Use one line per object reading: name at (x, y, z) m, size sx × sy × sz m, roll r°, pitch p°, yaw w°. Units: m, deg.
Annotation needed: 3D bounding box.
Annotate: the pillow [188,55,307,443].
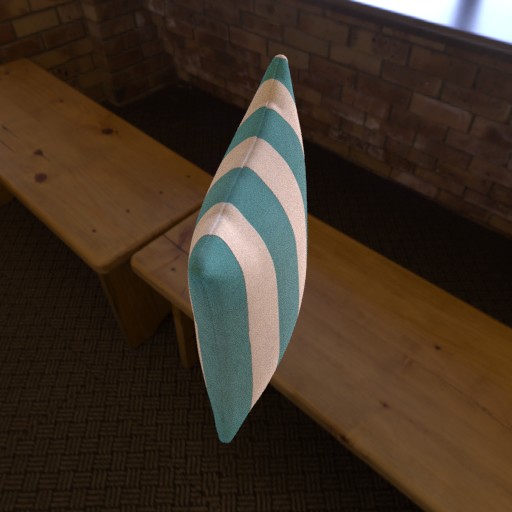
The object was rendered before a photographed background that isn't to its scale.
pillow at (0.000, 0.000, 0.816) m, size 0.189 × 0.526 × 0.536 m, roll 8°, pitch 48°, yaw 7°
